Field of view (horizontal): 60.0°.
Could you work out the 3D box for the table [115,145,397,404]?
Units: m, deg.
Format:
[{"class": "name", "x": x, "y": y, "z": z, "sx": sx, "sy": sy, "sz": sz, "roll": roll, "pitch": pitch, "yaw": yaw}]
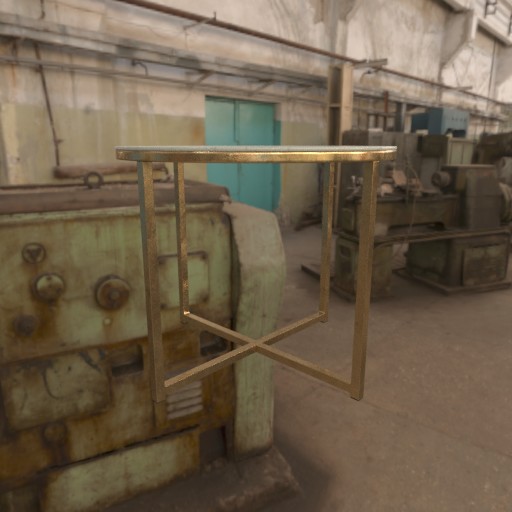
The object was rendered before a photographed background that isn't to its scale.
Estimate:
[{"class": "table", "x": 0.000, "y": 0.000, "z": 0.873, "sx": 0.500, "sy": 0.420, "sz": 0.500, "roll": 0, "pitch": 14, "yaw": 0}]
